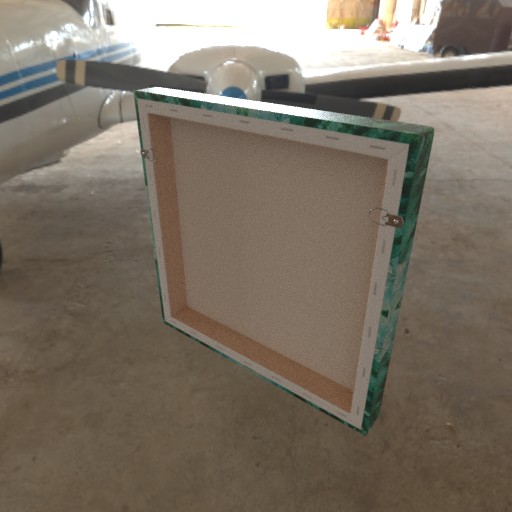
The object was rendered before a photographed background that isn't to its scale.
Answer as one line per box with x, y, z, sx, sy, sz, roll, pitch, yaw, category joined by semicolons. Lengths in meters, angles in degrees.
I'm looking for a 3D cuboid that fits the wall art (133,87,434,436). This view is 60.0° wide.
0.000;0.000;0.479;0.313;0.313;0.033;21;35;32;wall art
